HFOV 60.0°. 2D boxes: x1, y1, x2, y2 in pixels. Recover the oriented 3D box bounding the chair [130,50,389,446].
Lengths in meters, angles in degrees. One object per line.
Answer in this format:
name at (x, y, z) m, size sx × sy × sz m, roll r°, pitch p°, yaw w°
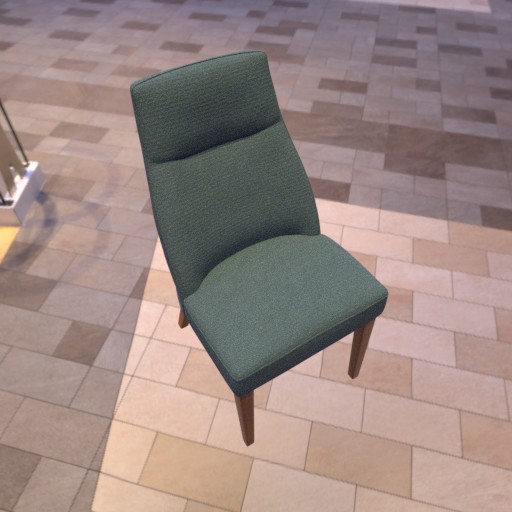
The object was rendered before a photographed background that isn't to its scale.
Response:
chair at (0.000, 0.000, 1.289) m, size 0.500 × 0.930 × 0.620 m, roll -25°, pitch 53°, yaw -21°
